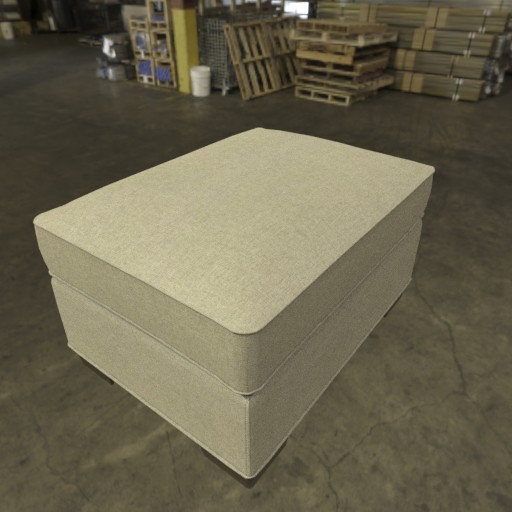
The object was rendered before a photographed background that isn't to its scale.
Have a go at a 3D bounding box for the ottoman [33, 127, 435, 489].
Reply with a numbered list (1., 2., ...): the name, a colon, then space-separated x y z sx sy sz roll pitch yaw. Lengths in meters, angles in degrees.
1. ottoman: 0.000 0.000 1.186 0.619 0.504 0.843 23 39 31
